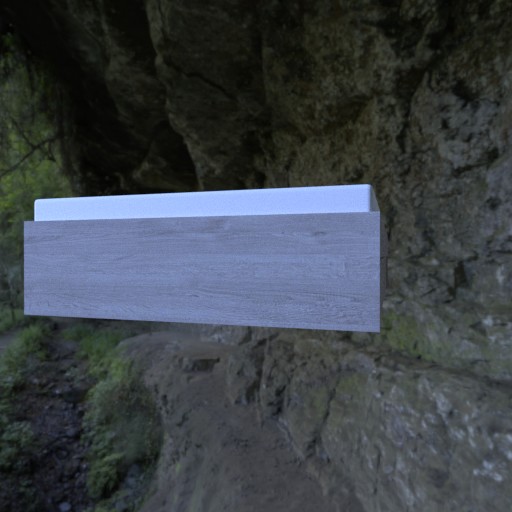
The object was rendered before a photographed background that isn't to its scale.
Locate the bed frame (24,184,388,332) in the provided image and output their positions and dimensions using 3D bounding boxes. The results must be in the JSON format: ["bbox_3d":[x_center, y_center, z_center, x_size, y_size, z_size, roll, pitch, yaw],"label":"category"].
[{"bbox_3d":[0.000,0.000,2.585,1.448,0.490,1.944,0,0,17],"label":"bed frame"}]
